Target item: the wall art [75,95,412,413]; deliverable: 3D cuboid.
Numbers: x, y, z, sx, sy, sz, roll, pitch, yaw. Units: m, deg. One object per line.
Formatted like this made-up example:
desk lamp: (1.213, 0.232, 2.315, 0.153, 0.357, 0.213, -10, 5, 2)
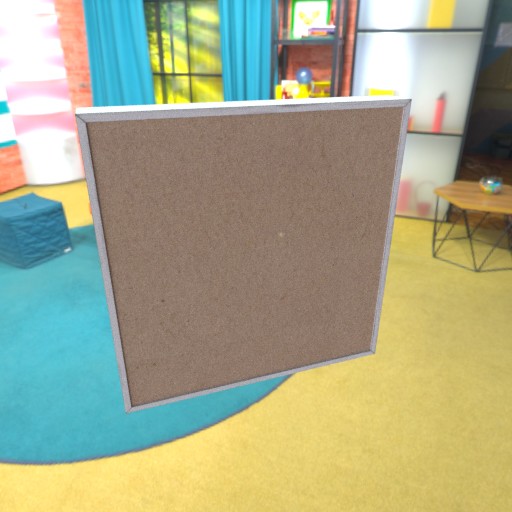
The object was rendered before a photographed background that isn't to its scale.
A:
wall art: (0.000, 0.000, 0.464, 0.305, 0.305, 0.038, -9, 27, -17)
